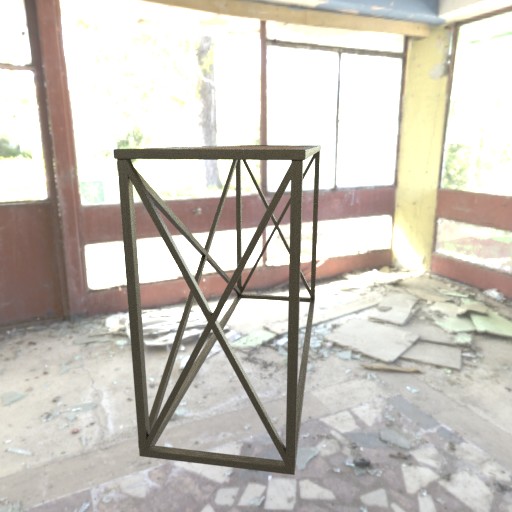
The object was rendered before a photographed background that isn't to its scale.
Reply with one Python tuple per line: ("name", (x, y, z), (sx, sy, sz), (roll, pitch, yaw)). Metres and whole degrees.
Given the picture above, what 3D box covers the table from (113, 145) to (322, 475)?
("table", (0.000, 0.000, 1.569), (0.402, 0.753, 1.216), (2, 15, 9))
